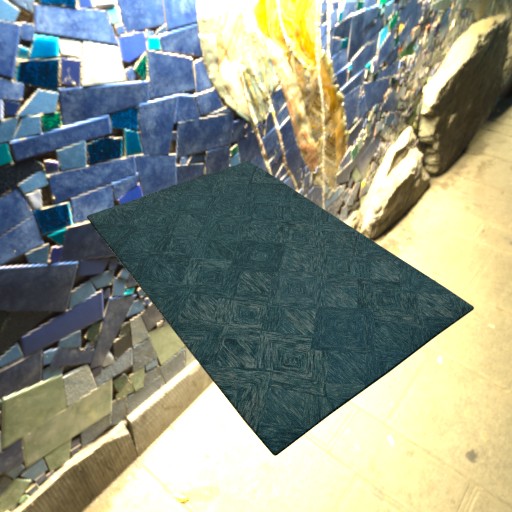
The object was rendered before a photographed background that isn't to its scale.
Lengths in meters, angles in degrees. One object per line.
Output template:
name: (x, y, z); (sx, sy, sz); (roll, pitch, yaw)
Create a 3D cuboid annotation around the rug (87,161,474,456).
rug: (0.000, 0.000, 2.233); (1.136, 0.017, 1.728); (-25, 45, -27)
